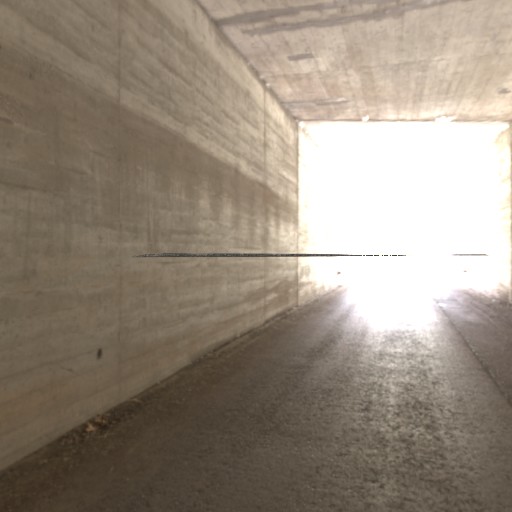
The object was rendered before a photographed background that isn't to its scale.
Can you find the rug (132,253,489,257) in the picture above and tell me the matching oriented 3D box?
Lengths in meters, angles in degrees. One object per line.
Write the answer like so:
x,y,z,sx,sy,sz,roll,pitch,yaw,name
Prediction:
0.000,0.000,2.998,1.520,0.015,2.434,0,0,-18,rug
